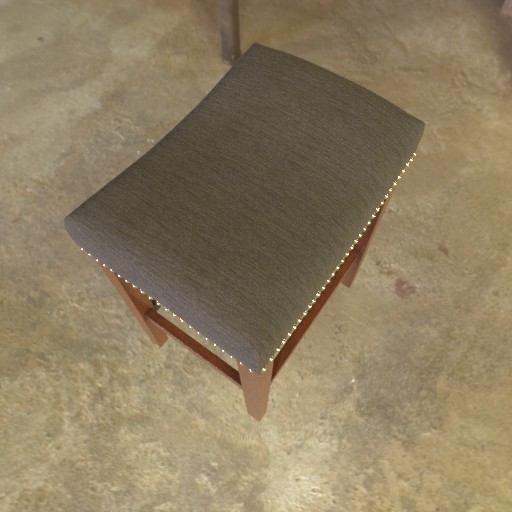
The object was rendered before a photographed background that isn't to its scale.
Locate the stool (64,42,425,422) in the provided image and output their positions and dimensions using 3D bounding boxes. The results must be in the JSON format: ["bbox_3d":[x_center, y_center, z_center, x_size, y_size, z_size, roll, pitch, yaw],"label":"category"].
[{"bbox_3d":[0.000,0.000,0.964,0.372,0.654,0.504,32,67,16],"label":"stool"}]
